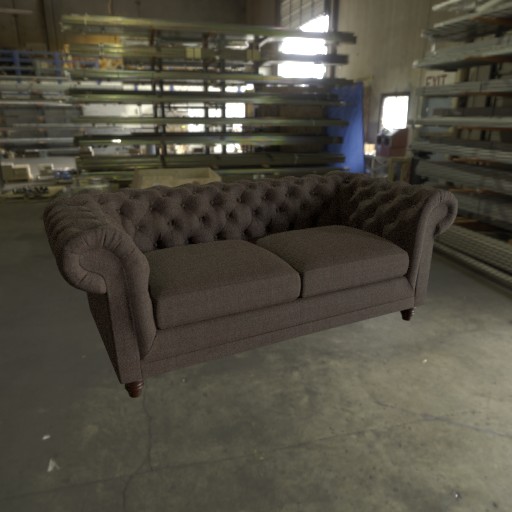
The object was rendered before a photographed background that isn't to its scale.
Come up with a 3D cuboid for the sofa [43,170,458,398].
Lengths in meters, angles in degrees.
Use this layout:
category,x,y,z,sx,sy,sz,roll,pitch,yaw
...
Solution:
category,x,y,z,sx,sy,sz,roll,pitch,yaw
sofa,0.000,0.000,2.452,2.048,0.780,0.944,-9,20,-26
